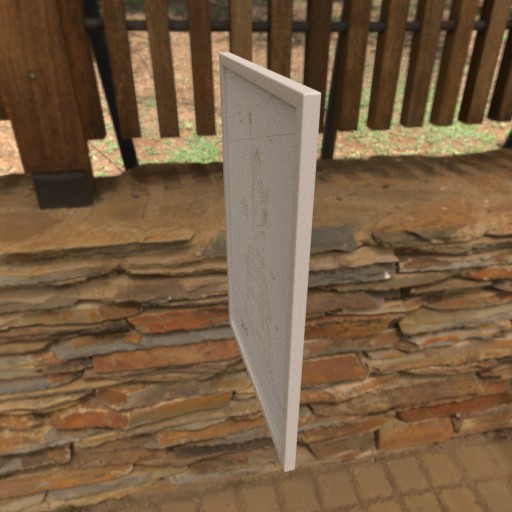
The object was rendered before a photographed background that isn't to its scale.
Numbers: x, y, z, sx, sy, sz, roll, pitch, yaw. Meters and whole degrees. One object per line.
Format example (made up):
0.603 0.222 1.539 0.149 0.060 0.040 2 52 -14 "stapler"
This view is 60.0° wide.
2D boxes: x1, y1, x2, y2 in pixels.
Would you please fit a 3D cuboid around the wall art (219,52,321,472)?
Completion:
0.000 0.000 1.028 0.026 0.813 0.556 -8 31 -14 "wall art"
